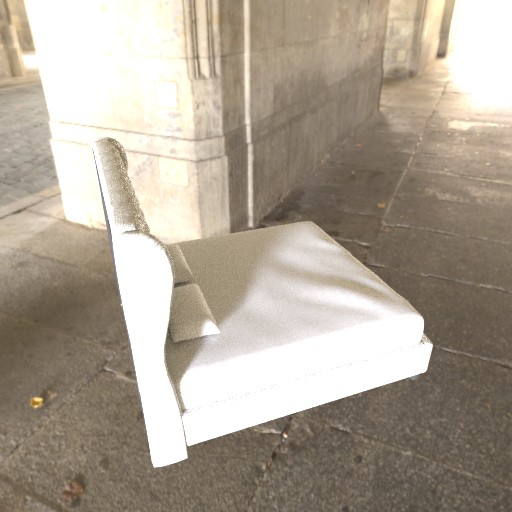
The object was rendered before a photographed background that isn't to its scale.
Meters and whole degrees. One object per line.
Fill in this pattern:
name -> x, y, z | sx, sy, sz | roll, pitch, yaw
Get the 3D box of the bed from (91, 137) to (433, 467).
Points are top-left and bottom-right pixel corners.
bed -> 0.000, 0.000, 3.861 | 2.347, 1.771, 2.219 | -11, 31, -18
